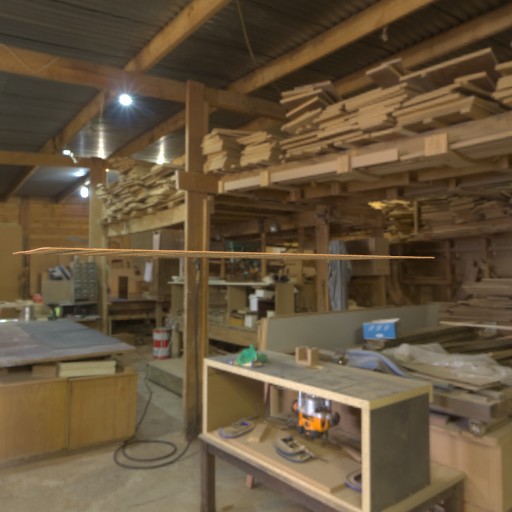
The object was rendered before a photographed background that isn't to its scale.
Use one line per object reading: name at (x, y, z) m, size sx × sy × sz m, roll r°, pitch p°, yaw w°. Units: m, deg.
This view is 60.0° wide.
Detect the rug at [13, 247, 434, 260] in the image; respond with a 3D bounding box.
rug at (0.000, 0.000, 2.616) m, size 2.444 × 0.010 × 0.799 m, roll 1°, pitch -2°, yaw -36°
